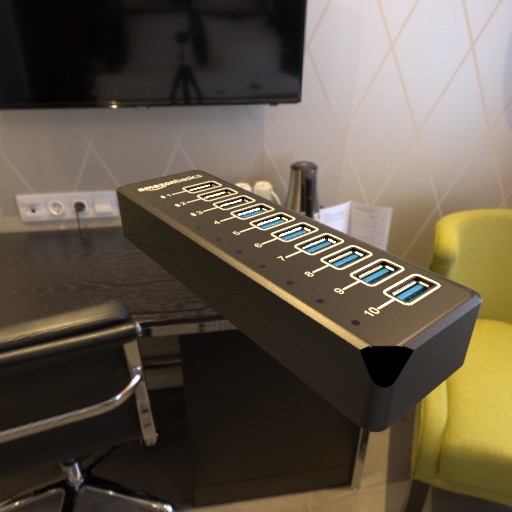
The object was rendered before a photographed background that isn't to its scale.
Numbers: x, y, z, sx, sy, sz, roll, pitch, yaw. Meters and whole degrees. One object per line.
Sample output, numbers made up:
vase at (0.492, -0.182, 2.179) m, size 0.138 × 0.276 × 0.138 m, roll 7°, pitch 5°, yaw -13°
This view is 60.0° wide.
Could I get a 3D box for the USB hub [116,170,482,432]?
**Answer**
USB hub at (0.000, 0.000, 0.162) m, size 0.044 × 0.023 × 0.145 m, roll -21°, pitch 35°, yaw -33°
